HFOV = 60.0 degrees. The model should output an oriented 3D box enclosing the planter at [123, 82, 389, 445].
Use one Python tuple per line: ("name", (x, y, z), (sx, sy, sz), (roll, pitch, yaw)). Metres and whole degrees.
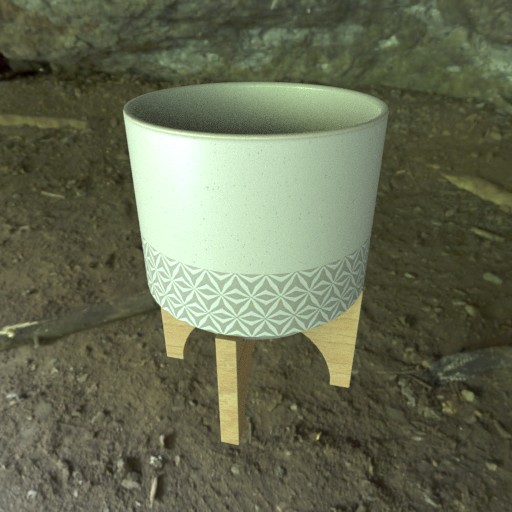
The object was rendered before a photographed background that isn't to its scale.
("planter", (0.000, 0.000, 0.388), (0.188, 0.260, 0.188), (0, 30, 0))
